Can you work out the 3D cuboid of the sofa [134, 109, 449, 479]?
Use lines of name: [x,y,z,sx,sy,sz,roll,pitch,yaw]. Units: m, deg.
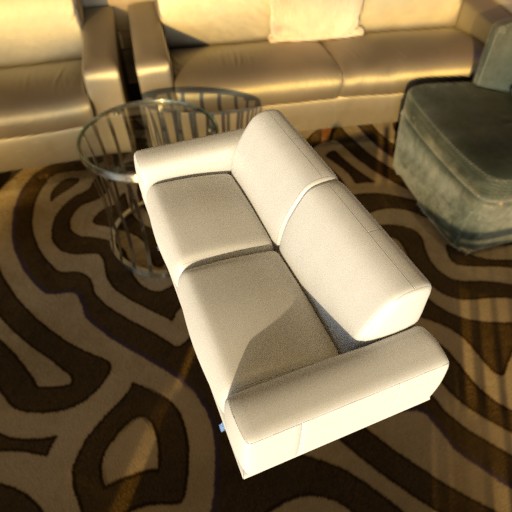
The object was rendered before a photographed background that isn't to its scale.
sofa: [0.000,0.000,2.297,0.900,0.772,1.901,-16,49,-15]
